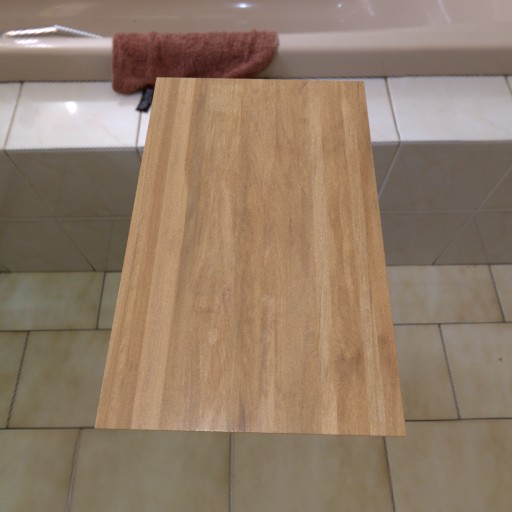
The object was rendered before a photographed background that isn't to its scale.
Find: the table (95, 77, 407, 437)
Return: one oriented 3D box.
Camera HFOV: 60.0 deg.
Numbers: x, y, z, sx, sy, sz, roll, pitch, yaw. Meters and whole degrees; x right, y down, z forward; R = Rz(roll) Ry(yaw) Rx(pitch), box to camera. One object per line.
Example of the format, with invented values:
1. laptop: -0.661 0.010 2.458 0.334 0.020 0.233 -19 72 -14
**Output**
1. table: 0.000 0.000 1.426 0.692 0.441 1.100 1 63 1
